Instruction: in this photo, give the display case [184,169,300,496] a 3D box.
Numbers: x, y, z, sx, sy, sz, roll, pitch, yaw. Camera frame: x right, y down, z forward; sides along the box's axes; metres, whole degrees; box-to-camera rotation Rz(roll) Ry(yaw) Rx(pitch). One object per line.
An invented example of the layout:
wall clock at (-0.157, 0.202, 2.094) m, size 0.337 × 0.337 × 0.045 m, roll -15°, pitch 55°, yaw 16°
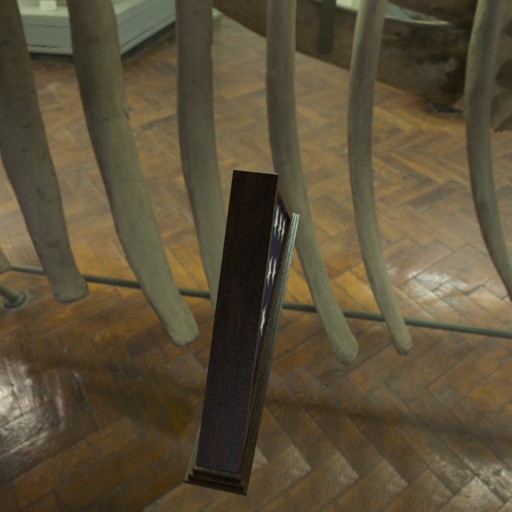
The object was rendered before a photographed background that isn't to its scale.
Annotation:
display case at (0.000, 0.000, 0.751) m, size 0.095 × 0.340 × 0.640 m, roll 8°, pitch 46°, yaw 8°
